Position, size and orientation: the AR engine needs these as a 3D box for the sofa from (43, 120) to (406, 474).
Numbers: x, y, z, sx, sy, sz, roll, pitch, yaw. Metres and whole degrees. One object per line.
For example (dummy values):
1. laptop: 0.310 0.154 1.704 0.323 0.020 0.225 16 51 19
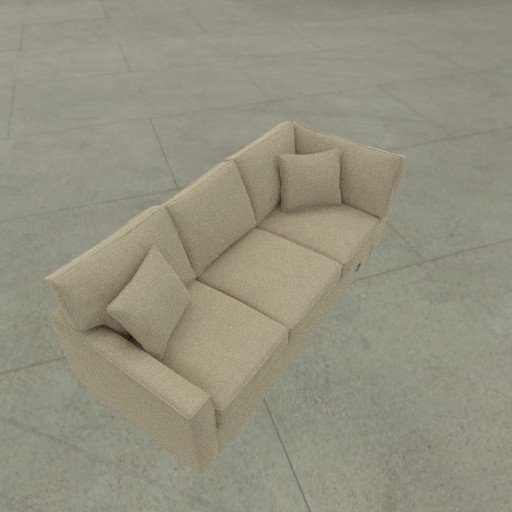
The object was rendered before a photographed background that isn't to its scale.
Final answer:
1. sofa: 0.000 0.000 2.883 1.061 0.962 2.317 25 47 26
